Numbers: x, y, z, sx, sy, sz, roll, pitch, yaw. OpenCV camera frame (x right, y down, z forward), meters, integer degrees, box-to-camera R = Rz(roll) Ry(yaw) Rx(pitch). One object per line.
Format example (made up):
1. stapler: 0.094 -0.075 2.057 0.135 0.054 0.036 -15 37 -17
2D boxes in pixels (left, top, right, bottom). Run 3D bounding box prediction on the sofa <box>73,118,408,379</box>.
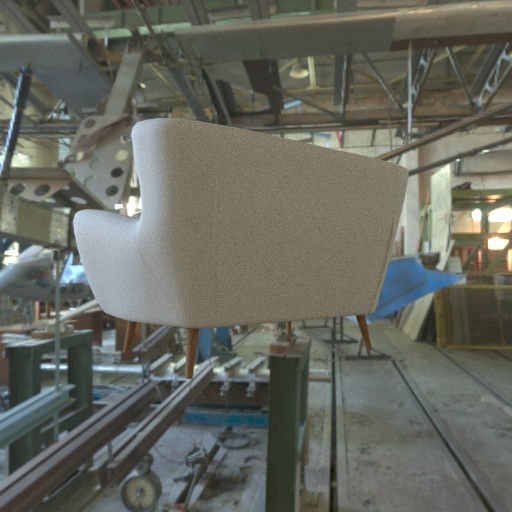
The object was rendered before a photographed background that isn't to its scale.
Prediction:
1. sofa: 0.000 0.000 2.036 1.424 0.878 0.921 1 -2 -35
